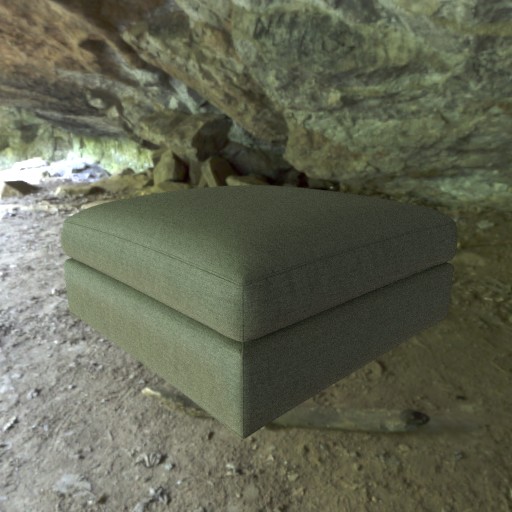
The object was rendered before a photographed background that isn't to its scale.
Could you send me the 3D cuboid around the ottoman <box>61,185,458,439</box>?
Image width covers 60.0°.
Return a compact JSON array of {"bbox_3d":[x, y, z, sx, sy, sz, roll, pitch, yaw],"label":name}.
[{"bbox_3d":[0.000,0.000,1.619,1.041,0.470,1.041,-14,20,-41],"label":"ottoman"}]
